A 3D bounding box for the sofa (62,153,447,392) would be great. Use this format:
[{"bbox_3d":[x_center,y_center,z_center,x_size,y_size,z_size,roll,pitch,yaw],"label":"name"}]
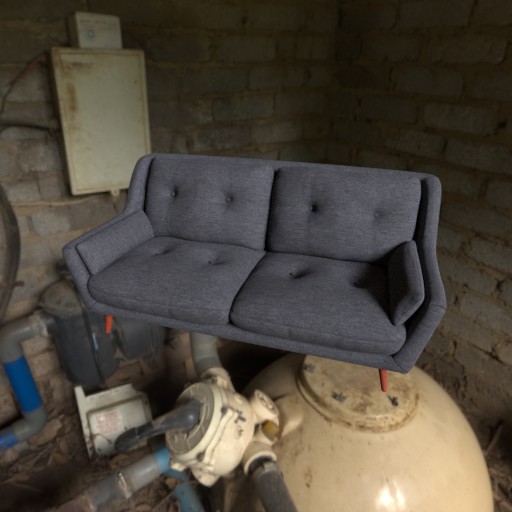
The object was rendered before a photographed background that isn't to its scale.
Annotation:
[{"bbox_3d":[0.000,0.000,2.491,1.929,0.896,0.975,8,26,16],"label":"sofa"}]
